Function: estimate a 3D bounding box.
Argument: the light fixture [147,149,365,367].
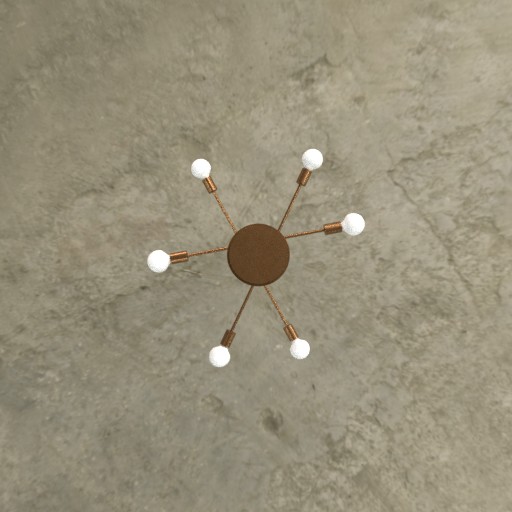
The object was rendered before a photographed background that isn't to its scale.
[{"bbox_3d":[0.000,0.000,1.219,0.637,0.744,0.682,0,89,0],"label":"light fixture"}]
